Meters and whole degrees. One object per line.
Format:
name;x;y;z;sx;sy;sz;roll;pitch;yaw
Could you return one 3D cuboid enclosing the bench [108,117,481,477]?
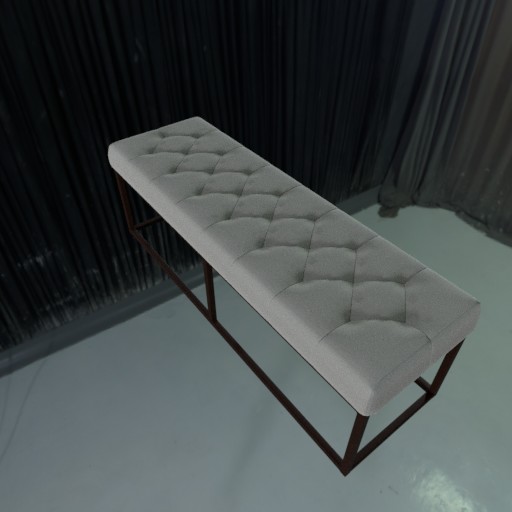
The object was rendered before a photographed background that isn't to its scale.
bench;0.000;0.000;1.690;0.479;0.488;1.488;-27;49;-27
